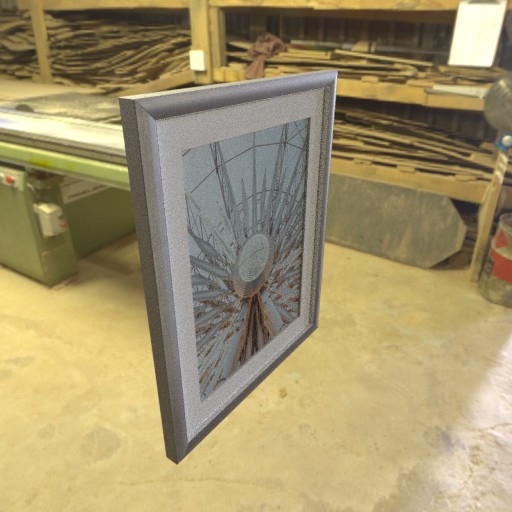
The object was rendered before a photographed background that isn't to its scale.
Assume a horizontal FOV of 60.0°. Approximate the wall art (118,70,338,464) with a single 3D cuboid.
[{"bbox_3d":[0.000,0.000,0.755,0.029,0.558,0.458,18,32,32],"label":"wall art"}]
